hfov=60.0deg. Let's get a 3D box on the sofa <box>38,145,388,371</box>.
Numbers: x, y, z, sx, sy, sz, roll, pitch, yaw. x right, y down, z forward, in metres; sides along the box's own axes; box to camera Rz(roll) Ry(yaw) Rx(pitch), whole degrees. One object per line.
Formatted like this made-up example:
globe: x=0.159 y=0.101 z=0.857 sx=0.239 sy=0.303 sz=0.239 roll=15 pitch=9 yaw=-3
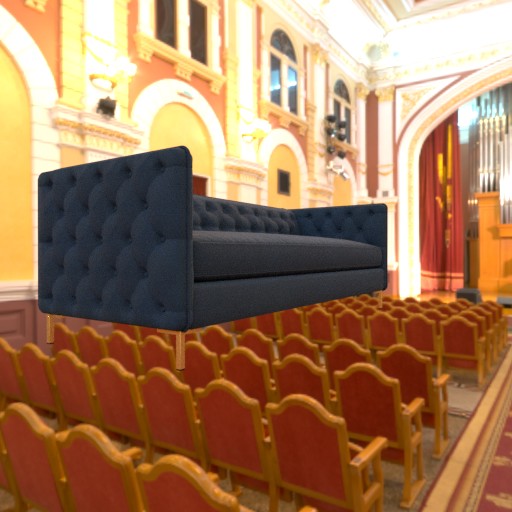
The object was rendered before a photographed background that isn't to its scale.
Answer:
sofa: x=0.000 y=0.000 z=2.604 sx=0.895 sy=0.771 sz=2.209 roll=0 pitch=0 yaw=34
